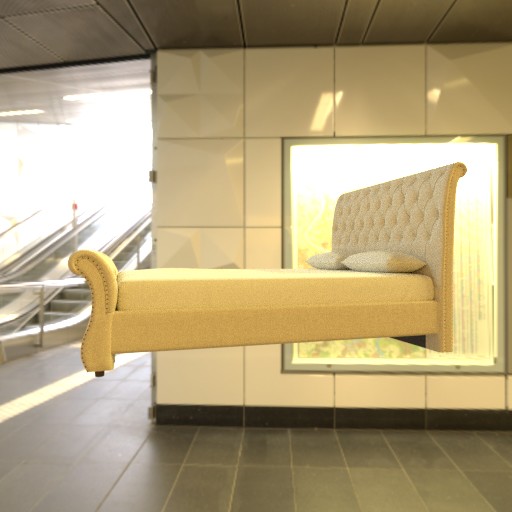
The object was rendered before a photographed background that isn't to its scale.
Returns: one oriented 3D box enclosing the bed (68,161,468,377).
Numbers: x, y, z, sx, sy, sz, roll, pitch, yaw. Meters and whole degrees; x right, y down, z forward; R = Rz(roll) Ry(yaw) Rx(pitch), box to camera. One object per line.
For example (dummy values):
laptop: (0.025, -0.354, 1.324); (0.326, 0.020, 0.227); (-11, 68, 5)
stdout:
bed: (0.000, 0.000, 3.368); (2.493, 1.268, 1.606); (0, 0, -17)
